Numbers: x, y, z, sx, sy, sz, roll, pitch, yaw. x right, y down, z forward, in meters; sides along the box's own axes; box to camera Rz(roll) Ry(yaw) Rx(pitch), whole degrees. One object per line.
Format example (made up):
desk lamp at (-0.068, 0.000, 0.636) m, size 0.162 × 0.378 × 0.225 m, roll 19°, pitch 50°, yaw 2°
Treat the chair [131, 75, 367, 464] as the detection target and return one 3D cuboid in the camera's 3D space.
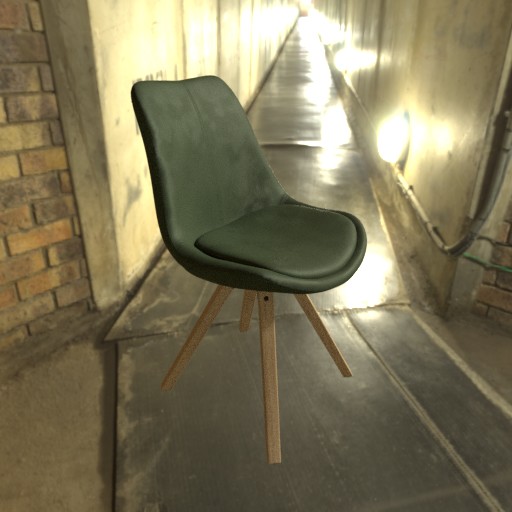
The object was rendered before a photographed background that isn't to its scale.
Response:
chair at (0.000, 0.000, 1.185) m, size 0.547 × 0.865 × 0.483 m, roll 18°, pitch 31°, yaw 33°
